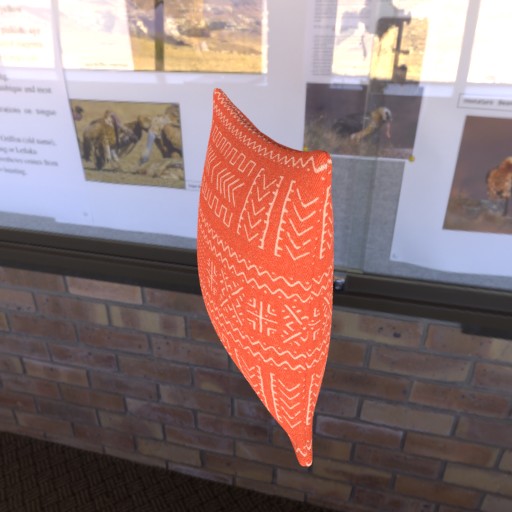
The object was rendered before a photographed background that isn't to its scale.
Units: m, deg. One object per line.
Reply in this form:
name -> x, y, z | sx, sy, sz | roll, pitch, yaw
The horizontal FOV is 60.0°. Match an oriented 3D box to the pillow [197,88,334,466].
pillow -> 0.000, 0.000, 0.671 | 0.164, 0.429, 0.438 | -9, 29, -16
